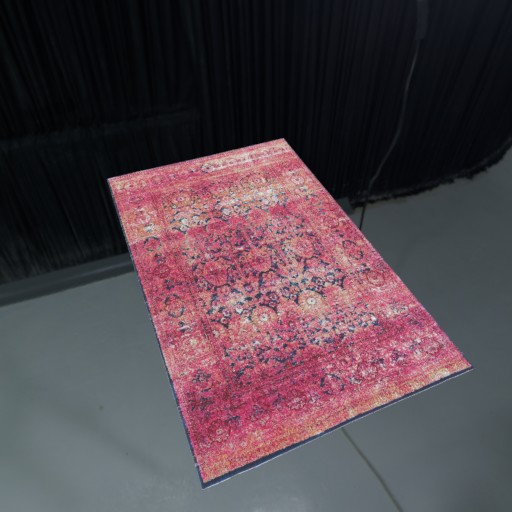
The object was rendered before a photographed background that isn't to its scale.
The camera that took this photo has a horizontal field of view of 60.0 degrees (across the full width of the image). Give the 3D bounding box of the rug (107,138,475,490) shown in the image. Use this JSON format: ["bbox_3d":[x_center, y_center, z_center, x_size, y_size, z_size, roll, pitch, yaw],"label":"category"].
[{"bbox_3d":[0.000,0.000,2.946,1.539,0.018,2.449,-17,49,-15],"label":"rug"}]
